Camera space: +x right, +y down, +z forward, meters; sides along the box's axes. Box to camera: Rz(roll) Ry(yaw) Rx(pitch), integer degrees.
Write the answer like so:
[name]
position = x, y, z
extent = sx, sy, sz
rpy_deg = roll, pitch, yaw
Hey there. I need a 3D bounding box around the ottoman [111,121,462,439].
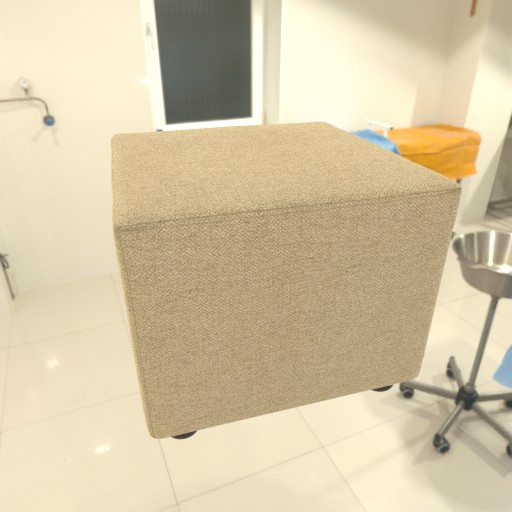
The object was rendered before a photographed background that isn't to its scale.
[ottoman]
position = 0.000, 0.000, 0.883
extent = 0.508, 0.432, 0.508
rpy_deg = -8, 29, -15
